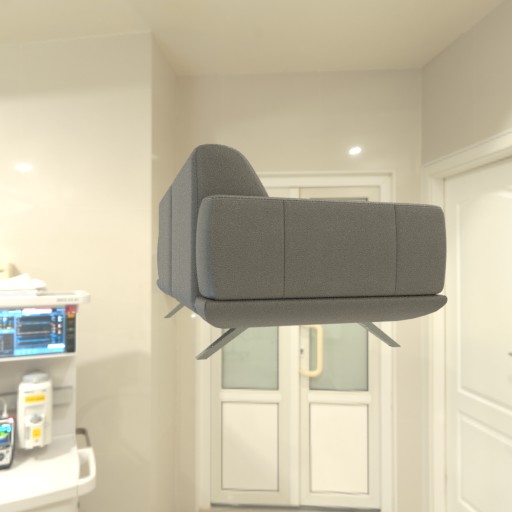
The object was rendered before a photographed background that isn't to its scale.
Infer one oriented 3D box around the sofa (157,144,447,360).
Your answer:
[{"bbox_3d":[0.000,0.000,2.347,0.900,0.772,1.901,0,-1,-17],"label":"sofa"}]
